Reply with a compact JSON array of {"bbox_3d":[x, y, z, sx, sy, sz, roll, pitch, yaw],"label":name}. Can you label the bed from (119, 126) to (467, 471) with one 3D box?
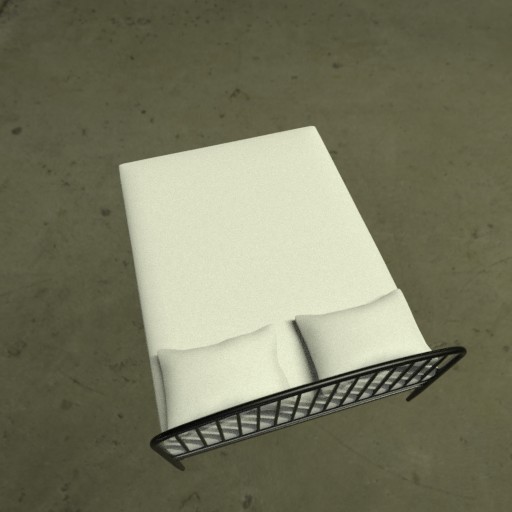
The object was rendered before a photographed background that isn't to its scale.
[{"bbox_3d":[0.000,0.000,2.980,1.618,1.166,2.159,-14,59,-8],"label":"bed"}]
